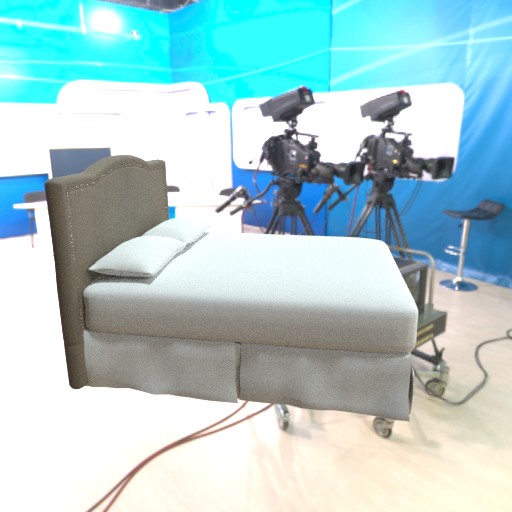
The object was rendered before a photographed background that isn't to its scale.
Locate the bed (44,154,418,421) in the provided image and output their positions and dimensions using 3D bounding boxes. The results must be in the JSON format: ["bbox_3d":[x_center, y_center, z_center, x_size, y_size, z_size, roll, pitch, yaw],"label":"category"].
[{"bbox_3d":[0.000,0.000,3.271,2.128,1.441,1.744,3,16,9],"label":"bed"}]
